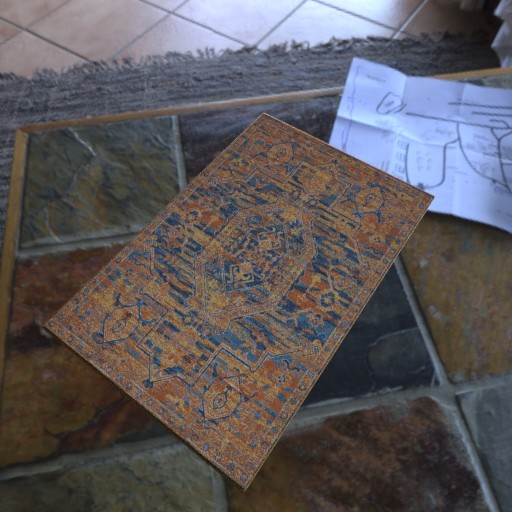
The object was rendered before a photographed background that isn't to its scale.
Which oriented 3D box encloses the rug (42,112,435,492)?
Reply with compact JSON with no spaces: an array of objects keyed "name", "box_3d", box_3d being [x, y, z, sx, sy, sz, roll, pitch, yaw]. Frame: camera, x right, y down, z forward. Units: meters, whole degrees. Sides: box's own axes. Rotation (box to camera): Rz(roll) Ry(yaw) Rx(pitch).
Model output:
[{"name":"rug","box_3d":[0.000,0.000,2.216,1.148,0.013,1.758,31,64,18]}]
